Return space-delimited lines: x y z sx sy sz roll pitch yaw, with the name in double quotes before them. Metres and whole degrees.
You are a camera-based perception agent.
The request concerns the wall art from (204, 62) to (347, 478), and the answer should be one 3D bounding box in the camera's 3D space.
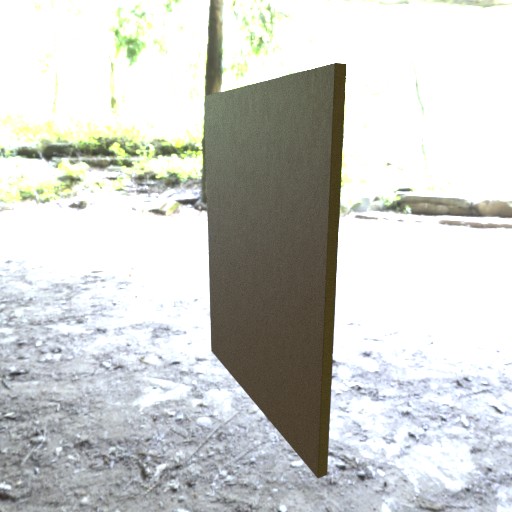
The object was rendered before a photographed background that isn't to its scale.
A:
"wall art" 0.000 0.000 1.377 0.030 1.002 0.798 -7 16 -25
